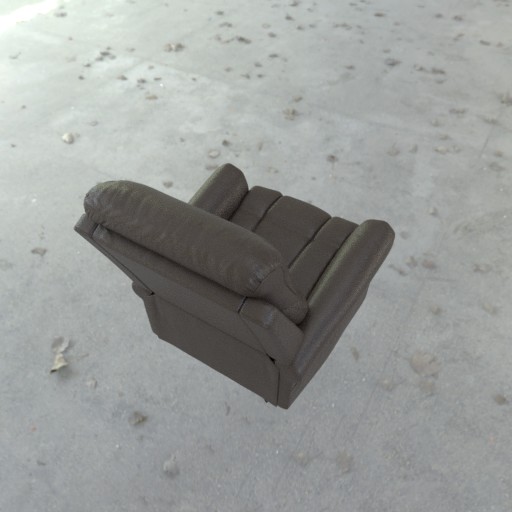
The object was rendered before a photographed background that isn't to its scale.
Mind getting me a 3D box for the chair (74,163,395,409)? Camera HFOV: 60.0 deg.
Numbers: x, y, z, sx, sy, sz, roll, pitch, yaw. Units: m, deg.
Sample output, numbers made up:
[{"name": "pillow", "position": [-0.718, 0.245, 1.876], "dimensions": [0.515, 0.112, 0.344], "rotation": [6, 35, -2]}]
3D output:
[{"name": "chair", "position": [0.000, 0.000, 1.735], "dimensions": [0.869, 1.028, 0.978], "rotation": [24, 51, 21]}]
